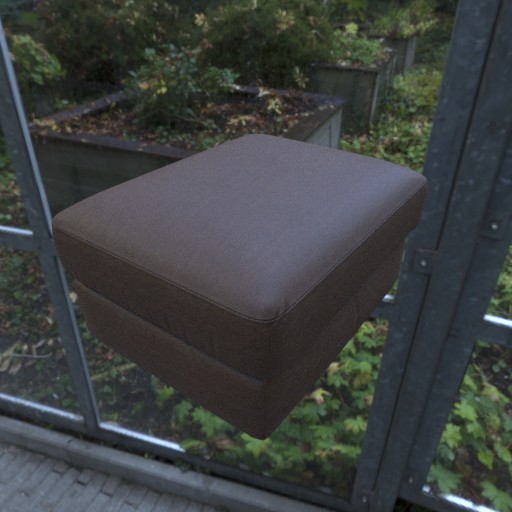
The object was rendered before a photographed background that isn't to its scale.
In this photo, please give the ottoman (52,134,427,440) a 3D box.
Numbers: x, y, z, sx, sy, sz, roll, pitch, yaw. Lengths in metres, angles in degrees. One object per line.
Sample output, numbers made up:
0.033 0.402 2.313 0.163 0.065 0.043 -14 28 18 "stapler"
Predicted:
0.000 0.000 1.195 0.635 0.508 0.787 21 37 30 "ottoman"
